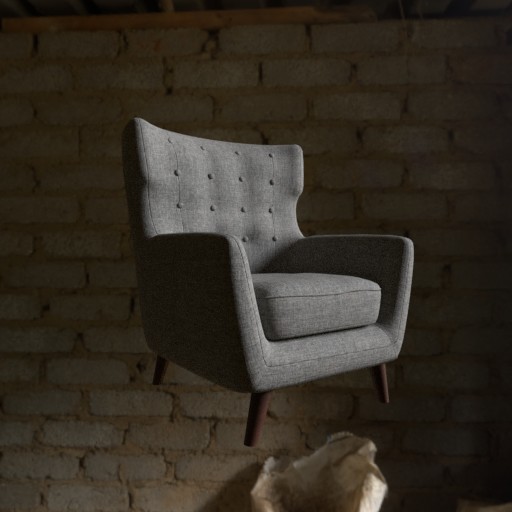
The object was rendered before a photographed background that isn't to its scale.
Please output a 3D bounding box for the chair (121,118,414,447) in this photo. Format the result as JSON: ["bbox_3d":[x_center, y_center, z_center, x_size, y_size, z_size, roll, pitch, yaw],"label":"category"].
[{"bbox_3d":[0.000,0.000,1.764,0.878,1.063,0.904,-1,2,-36],"label":"chair"}]
